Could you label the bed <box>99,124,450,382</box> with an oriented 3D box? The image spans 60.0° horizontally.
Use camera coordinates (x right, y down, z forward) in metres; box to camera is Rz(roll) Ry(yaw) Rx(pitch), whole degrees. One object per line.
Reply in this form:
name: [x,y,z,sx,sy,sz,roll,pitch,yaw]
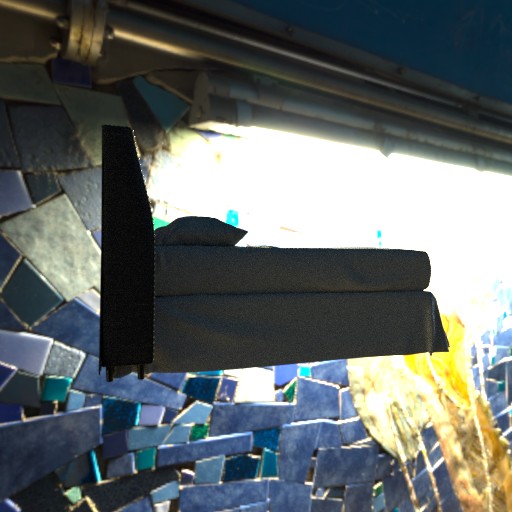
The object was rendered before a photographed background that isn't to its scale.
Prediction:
bed: [0.000,0.000,3.467,2.276,1.332,1.925,0,-1,-18]
